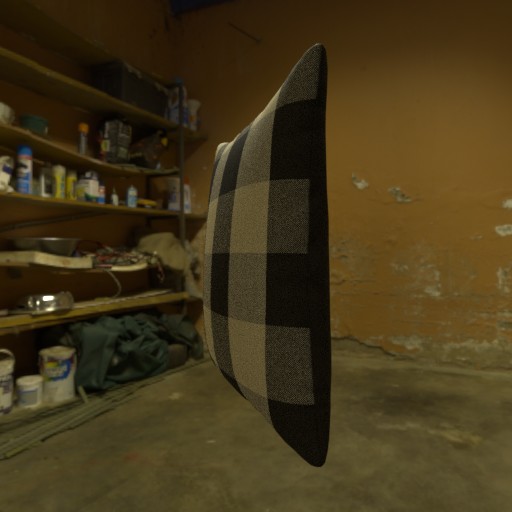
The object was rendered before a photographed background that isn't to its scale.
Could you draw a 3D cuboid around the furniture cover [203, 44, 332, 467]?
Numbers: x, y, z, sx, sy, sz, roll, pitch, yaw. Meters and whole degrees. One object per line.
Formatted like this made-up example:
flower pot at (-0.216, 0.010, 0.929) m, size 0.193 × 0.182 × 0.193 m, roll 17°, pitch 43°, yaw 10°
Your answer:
furniture cover at (0.000, 0.000, 0.769) m, size 0.161 × 0.509 × 0.511 m, roll 0°, pitch 0°, yaw -18°
